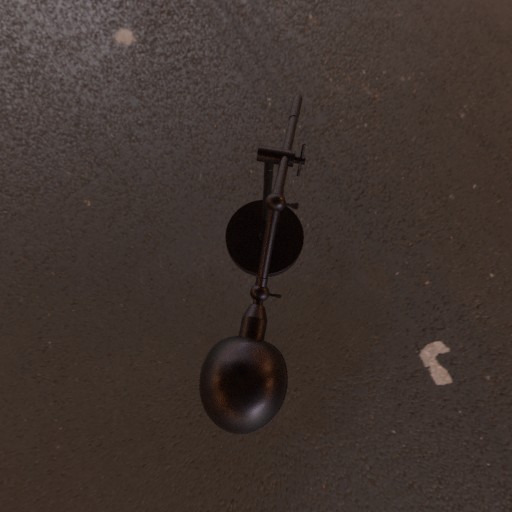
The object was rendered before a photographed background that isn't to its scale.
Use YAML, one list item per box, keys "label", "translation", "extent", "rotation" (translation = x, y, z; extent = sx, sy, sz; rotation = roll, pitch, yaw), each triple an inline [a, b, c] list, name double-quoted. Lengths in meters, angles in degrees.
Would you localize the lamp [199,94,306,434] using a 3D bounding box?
- label: "lamp"
  translation: [0.000, 0.000, 0.804]
  extent: [0.185, 0.495, 0.567]
  rotation: [10, 75, 3]
